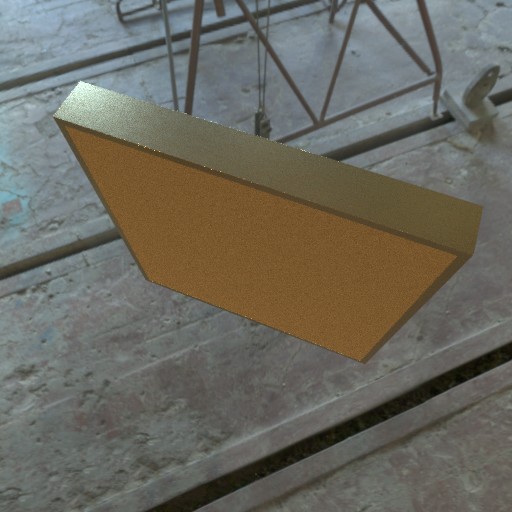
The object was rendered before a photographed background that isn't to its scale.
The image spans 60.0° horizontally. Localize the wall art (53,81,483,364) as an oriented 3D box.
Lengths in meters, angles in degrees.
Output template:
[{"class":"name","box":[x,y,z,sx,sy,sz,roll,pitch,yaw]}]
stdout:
[{"class":"wall art","box":[0.000,0.000,0.443,0.304,0.304,0.038,20,65,9]}]
